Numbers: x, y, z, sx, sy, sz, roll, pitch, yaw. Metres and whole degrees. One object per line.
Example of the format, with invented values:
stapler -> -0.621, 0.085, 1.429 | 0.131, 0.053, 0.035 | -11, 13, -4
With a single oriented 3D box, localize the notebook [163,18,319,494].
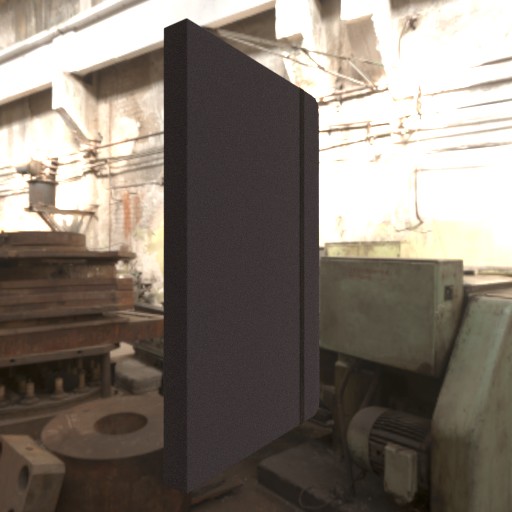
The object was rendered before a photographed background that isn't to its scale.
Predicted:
notebook -> 0.000, 0.000, 0.253 | 0.016, 0.213, 0.127 | 0, 0, 36
